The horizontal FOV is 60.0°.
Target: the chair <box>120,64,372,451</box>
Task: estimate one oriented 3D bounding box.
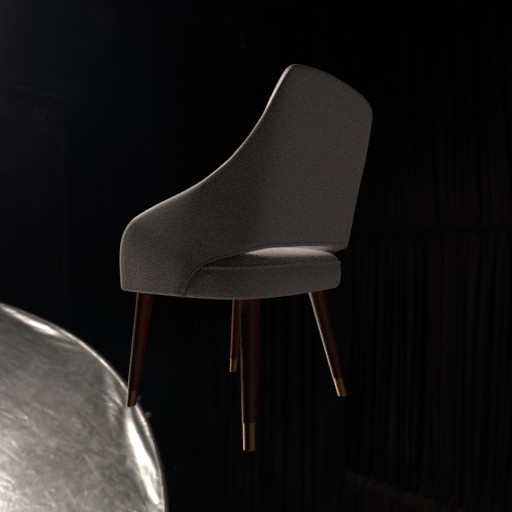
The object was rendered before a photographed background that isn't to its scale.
[{"bbox_3d":[0.000,0.000,1.318,0.600,0.889,0.609,1,1,38],"label":"chair"}]
